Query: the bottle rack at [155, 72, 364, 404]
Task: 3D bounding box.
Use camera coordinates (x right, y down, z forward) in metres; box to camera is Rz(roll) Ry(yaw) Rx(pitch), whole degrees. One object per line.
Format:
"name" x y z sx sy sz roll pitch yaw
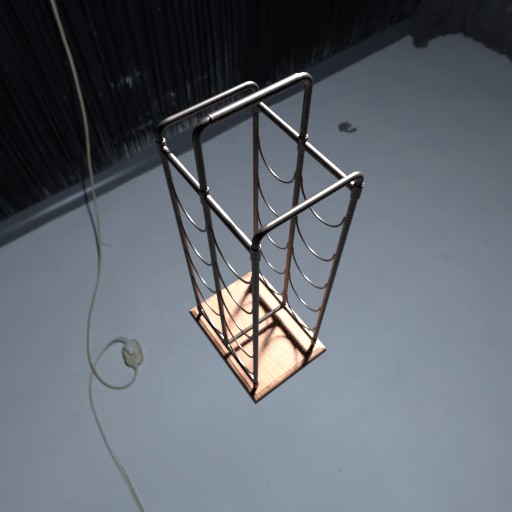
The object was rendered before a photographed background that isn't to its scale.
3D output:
"bottle rack" 0.000 0.000 0.792 0.208 0.680 0.276 -32 62 -19
